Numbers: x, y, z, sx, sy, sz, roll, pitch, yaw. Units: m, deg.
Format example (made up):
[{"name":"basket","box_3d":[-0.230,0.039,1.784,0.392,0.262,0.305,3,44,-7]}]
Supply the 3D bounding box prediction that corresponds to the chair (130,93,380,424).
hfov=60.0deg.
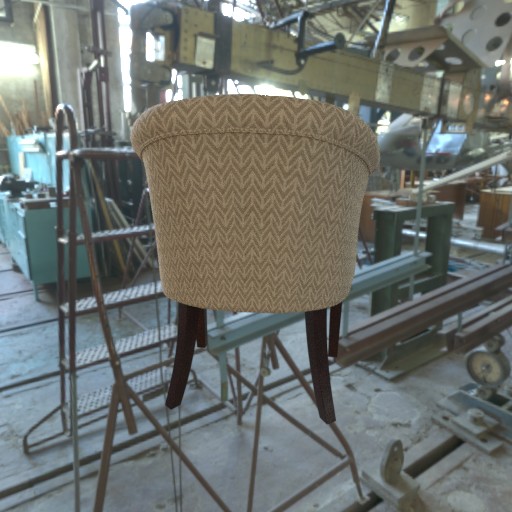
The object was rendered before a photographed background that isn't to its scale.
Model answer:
[{"name":"chair","box_3d":[0.000,0.000,1.311,0.686,0.858,0.613,2,15,9]}]
